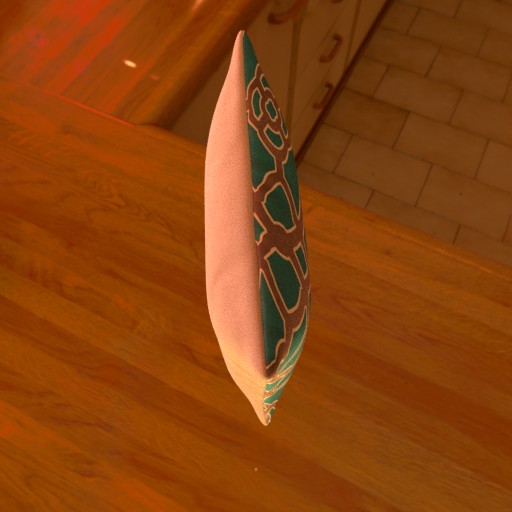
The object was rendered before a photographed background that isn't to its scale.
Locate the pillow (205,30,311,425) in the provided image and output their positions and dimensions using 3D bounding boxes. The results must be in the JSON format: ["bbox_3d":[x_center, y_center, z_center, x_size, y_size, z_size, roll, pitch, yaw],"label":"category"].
[{"bbox_3d":[0.000,0.000,0.790,0.166,0.507,0.526,-3,64,-2],"label":"pillow"}]
